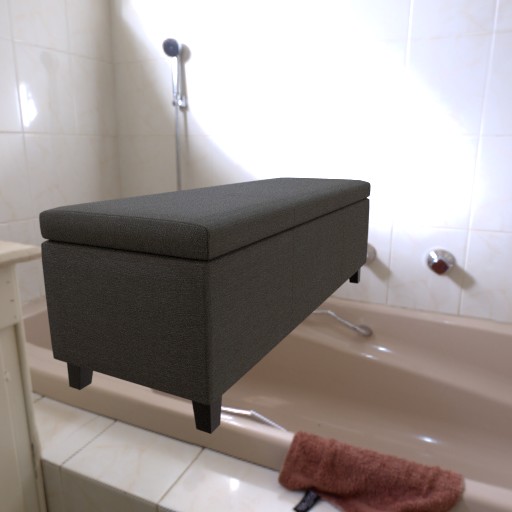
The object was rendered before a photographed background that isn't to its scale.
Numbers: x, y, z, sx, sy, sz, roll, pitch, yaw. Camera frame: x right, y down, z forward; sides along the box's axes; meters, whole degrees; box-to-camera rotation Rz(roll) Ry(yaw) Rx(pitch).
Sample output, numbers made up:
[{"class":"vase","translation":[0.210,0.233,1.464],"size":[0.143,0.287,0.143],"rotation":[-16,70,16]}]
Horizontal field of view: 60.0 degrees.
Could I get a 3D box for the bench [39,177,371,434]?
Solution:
[{"class":"bench","translation":[0.000,0.000,1.442],"size":[0.446,0.438,1.269],"rotation":[7,15,26]}]
